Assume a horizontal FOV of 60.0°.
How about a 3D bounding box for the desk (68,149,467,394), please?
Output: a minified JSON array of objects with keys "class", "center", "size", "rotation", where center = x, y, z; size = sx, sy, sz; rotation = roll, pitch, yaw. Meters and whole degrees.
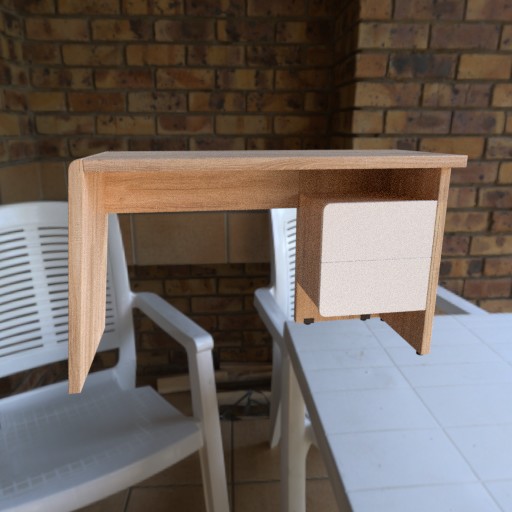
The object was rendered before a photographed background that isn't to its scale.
[{"class":"desk","center":[0.000,0.000,1.661],"size":[1.300,0.750,0.500],"rotation":[-3,16,-9]}]
